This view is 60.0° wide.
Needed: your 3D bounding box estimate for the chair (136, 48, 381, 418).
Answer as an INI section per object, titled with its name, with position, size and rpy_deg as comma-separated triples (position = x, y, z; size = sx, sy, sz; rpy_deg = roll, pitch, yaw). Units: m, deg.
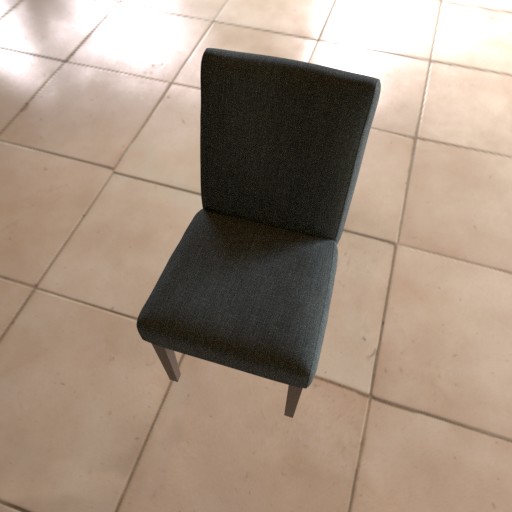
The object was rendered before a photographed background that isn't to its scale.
[chair]
position = 0.000, 0.000, 1.281
size = 0.487, 0.884, 0.629
rpy_deg = 14, 58, 9
